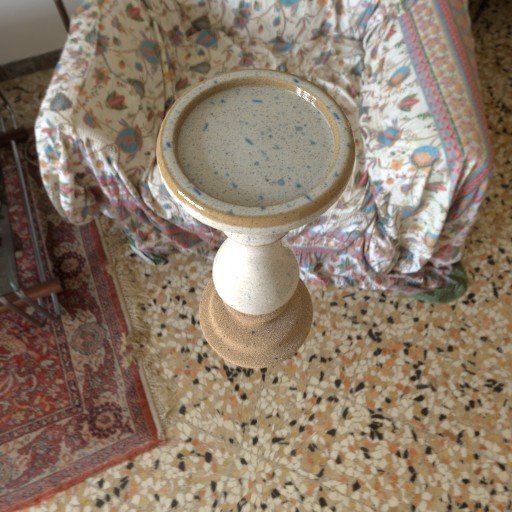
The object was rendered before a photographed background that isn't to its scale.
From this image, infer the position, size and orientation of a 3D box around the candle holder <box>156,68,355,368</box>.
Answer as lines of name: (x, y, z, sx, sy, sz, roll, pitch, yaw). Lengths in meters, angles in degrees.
candle holder: (0.000, 0.000, 0.257, 0.088, 0.203, 0.088, 0, 64, 0)
